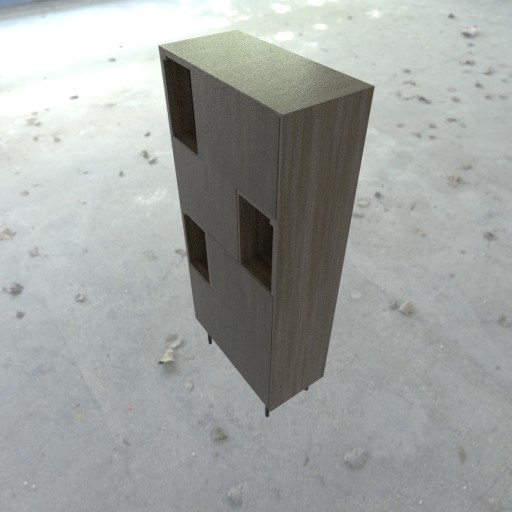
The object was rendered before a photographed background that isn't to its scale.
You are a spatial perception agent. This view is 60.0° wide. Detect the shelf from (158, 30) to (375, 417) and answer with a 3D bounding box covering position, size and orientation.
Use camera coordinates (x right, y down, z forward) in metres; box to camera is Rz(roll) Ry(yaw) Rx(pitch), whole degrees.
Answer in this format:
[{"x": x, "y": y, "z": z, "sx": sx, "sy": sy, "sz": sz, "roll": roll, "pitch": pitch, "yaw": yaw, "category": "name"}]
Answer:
[{"x": 0.000, "y": 0.000, "z": 1.844, "sx": 0.323, "sy": 1.545, "sz": 0.670, "roll": -25, "pitch": 47, "yaw": -26, "category": "shelf"}]
